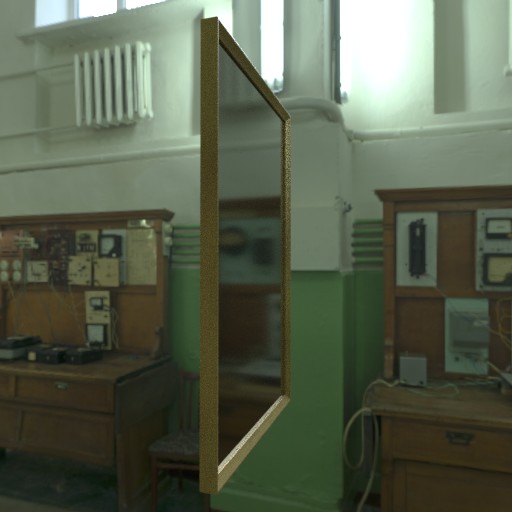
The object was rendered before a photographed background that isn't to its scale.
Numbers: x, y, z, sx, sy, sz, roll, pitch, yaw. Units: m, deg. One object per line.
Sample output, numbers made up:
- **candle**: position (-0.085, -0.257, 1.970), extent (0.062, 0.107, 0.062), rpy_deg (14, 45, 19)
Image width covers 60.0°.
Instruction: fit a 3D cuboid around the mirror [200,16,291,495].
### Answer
- **mirror**: position (0.000, 0.000, 1.142), extent (0.041, 0.915, 0.609), rpy_deg (0, -1, 18)
